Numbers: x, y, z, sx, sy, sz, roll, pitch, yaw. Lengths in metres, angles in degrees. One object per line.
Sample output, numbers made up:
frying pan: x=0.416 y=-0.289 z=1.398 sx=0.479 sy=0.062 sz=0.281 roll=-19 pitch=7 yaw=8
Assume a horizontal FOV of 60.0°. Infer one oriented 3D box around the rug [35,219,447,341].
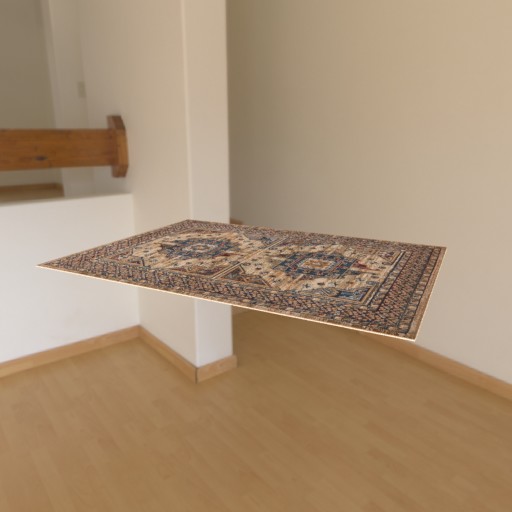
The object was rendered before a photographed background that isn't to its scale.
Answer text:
rug: x=0.000 y=0.000 z=2.932 sx=2.227 sy=0.008 sz=1.611 roll=8 pitch=18 yaw=26
